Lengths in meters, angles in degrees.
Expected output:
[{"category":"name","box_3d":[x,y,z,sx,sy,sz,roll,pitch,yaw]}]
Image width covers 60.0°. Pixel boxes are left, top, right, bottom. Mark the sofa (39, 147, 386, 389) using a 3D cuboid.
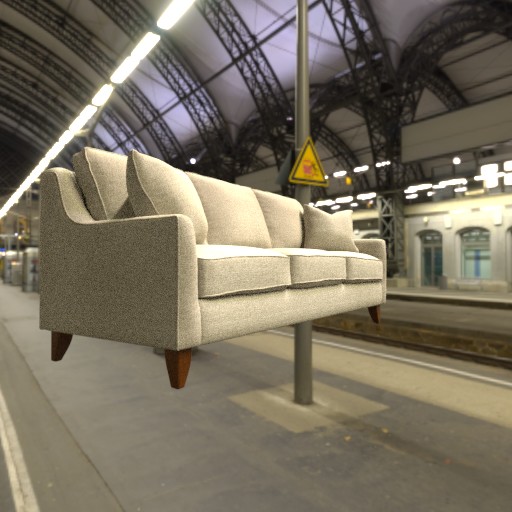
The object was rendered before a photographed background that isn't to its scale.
[{"category":"sofa","box_3d":[0.000,0.000,2.471,0.865,0.914,2.031,0,-1,35]}]
